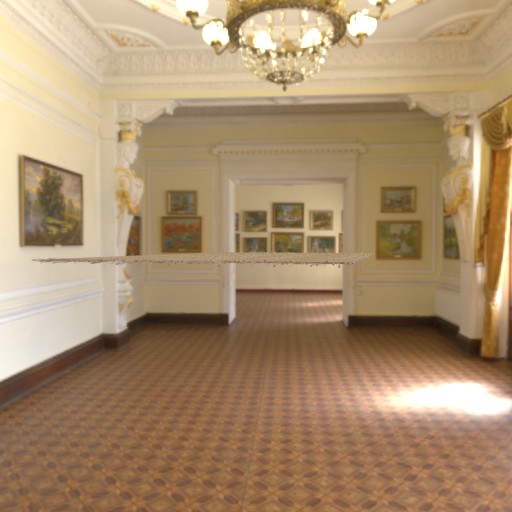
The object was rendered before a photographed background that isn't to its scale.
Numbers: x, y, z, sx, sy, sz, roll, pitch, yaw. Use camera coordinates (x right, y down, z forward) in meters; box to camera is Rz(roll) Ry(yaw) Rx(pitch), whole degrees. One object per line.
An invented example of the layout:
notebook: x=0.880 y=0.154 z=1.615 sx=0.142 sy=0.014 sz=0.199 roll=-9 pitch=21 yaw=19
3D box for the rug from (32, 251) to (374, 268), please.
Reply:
rug: x=0.000 y=0.000 z=3.118 sx=1.528 sy=0.034 sz=2.523 roll=0 pitch=1 yaw=17
